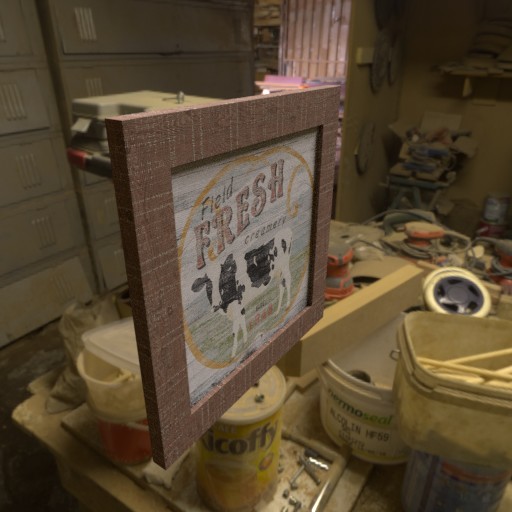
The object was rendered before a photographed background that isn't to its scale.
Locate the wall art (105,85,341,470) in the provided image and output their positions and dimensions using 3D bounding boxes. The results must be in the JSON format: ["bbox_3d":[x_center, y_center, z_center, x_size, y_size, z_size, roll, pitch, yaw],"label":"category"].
[{"bbox_3d":[0.000,0.000,0.783,0.029,0.531,0.531,17,30,31],"label":"wall art"}]
